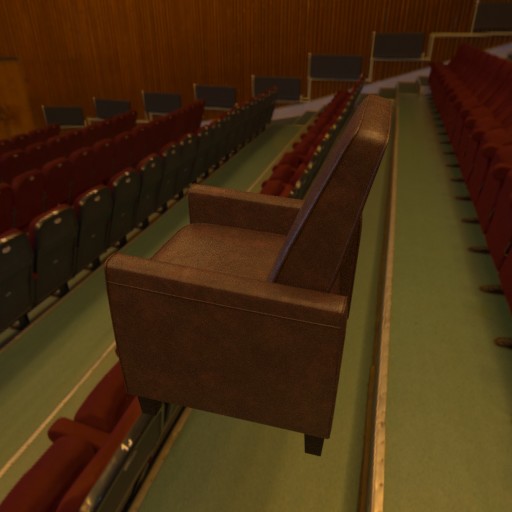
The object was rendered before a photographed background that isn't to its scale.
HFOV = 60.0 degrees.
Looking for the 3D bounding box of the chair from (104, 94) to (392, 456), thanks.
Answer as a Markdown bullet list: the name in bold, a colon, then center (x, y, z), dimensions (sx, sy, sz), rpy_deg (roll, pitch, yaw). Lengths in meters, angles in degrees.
- **chair**: center (0.000, 0.000, 1.498), dimensions (0.746, 1.013, 0.705), rpy_deg (8, 30, 13)
